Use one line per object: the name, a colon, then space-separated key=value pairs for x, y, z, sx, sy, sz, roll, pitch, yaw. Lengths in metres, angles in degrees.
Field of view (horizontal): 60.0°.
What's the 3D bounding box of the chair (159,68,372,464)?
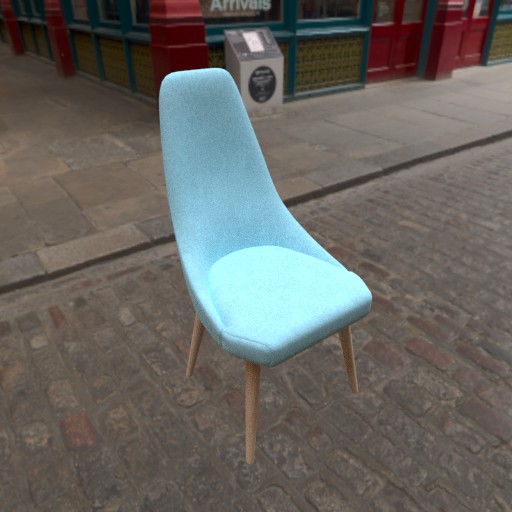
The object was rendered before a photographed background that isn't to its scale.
chair: x=0.000 y=0.000 z=1.419 sx=0.510 sy=1.040 sz=0.660 roll=-21 pitch=36 yaw=-31
